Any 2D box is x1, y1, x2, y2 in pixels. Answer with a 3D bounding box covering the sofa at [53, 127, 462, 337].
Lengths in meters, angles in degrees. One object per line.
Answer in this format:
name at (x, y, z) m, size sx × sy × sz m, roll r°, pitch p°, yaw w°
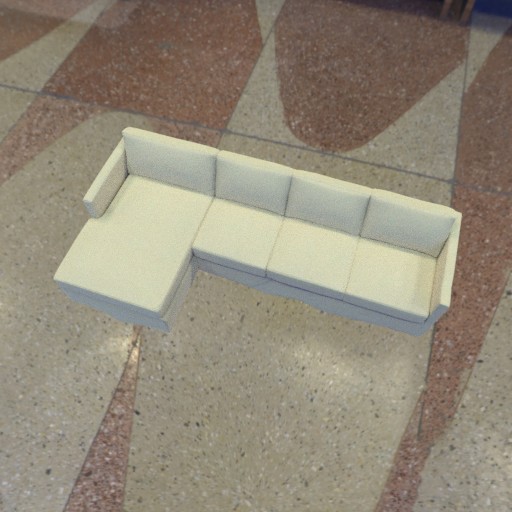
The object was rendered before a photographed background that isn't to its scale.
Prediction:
sofa at (0.000, 0.000, 3.908) m, size 3.205 × 0.922 × 1.650 m, roll 16°, pitch 62°, yaw 9°
